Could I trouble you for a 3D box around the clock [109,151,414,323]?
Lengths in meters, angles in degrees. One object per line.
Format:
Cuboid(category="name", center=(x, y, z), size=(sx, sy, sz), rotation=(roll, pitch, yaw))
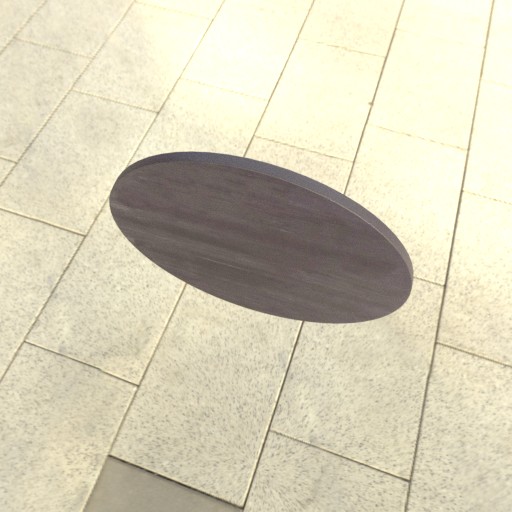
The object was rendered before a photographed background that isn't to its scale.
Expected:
Cuboid(category="clock", center=(0.000, 0.000, 0.882), size=(0.595, 0.595, 0.029), rotation=(15, 65, 7))
